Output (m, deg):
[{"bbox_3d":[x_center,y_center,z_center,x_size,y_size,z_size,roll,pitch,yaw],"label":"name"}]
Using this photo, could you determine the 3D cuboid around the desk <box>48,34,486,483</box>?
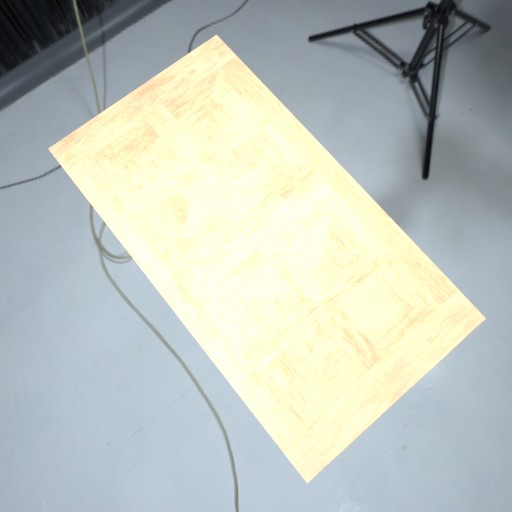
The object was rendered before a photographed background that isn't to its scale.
[{"bbox_3d":[0.000,0.000,1.970,0.813,0.762,1.499,-38,79,-9],"label":"desk"}]
